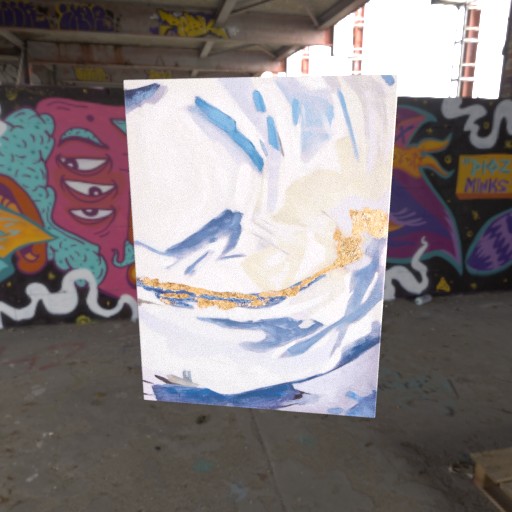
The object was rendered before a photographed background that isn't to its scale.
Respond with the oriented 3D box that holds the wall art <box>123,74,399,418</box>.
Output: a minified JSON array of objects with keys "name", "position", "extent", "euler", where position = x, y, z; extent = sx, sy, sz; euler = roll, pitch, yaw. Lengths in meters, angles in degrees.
[{"name":"wall art","position":[0.000,0.000,1.346],"extent":[0.761,1.015,0.038],"euler":[2,13,8]}]
